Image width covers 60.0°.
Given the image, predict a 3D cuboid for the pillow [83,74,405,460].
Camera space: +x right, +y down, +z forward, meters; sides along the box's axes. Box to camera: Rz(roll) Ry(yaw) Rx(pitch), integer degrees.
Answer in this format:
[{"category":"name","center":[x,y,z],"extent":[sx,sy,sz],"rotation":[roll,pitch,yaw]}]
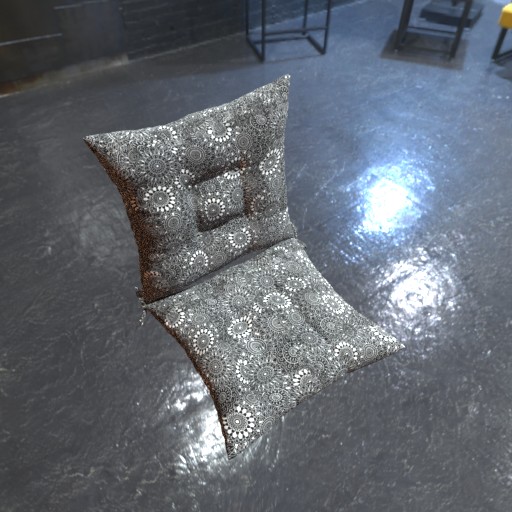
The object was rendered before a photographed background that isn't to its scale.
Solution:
[{"category":"pillow","center":[0.000,0.000,1.016],"extent":[0.541,0.536,0.585],"rotation":[-25,52,-22]}]
